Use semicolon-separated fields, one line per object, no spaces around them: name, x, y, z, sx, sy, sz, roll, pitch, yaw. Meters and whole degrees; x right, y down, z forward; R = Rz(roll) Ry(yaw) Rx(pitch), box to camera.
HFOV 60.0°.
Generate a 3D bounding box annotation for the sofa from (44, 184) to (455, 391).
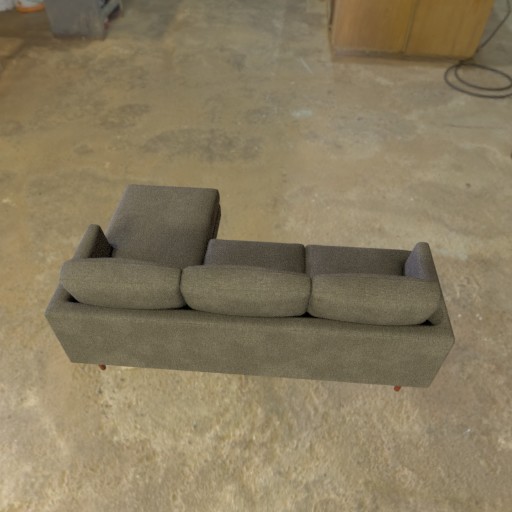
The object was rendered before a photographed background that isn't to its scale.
sofa;0.000;0.000;3.037;2.233;0.956;1.504;3;46;3
